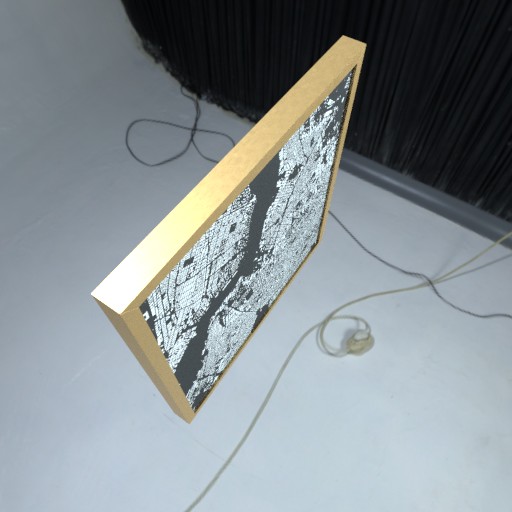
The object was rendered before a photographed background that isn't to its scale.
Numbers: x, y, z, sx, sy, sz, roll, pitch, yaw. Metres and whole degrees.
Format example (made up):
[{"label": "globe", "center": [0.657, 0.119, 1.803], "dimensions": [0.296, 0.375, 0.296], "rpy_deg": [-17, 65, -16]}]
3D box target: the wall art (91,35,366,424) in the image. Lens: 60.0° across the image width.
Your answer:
[{"label": "wall art", "center": [0.000, 0.000, 1.885], "dimensions": [0.095, 1.284, 1.284], "rpy_deg": [30, 63, 17]}]
